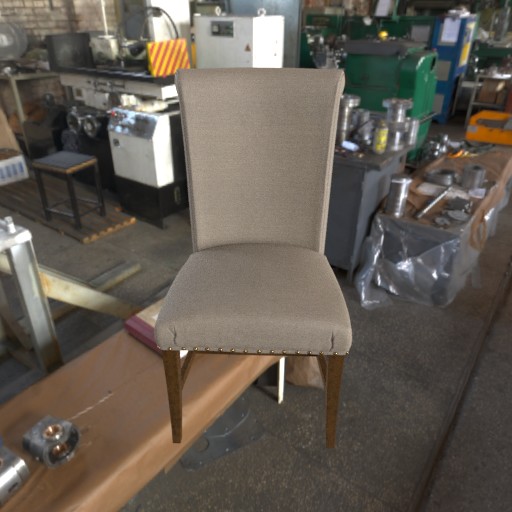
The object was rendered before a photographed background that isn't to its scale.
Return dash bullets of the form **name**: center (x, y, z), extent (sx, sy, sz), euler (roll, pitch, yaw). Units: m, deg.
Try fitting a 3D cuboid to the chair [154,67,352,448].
- **chair**: center (0.000, 0.000, 1.328), extent (0.513, 0.988, 0.608), euler (1, 29, 2)
